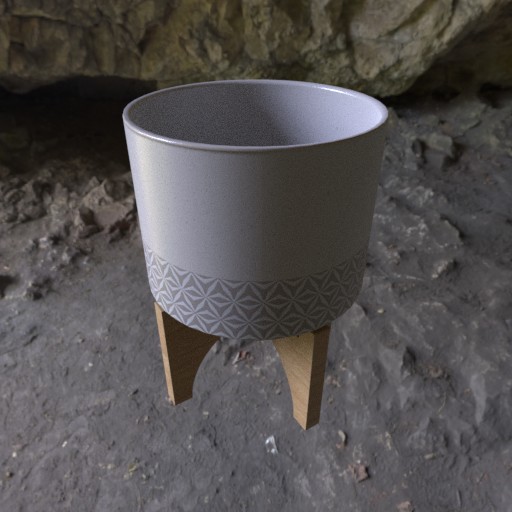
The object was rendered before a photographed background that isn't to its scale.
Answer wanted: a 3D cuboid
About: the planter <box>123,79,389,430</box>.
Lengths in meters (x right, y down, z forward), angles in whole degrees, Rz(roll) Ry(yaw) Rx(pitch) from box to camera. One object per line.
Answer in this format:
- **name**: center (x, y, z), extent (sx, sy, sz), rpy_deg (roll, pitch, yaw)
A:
- **planter**: center (0.000, 0.000, 0.392), extent (0.188, 0.260, 0.188), rpy_deg (0, 32, 0)
